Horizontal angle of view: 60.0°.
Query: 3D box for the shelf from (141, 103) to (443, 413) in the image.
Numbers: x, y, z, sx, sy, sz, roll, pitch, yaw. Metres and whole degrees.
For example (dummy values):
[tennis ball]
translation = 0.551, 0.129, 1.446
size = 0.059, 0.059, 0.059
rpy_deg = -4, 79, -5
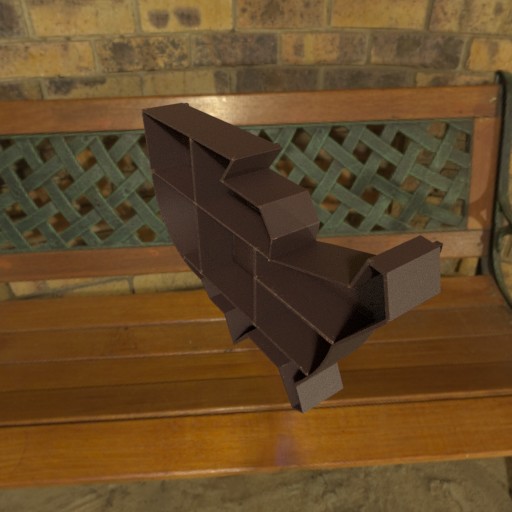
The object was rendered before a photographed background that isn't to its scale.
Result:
[shelf]
translation = 0.000, 0.000, 0.887
size = 0.112, 0.439, 0.729
rpy_deg = -21, 39, -29
